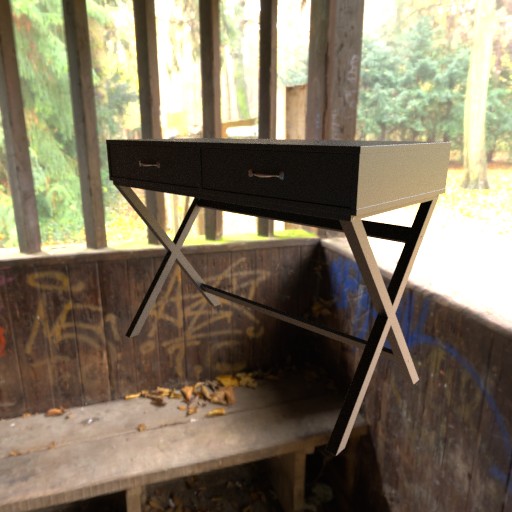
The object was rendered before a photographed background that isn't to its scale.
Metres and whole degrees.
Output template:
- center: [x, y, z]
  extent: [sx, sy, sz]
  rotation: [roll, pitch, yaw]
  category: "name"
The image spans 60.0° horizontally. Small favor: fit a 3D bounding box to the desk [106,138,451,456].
- center: [0.000, 0.000, 1.551]
  extent: [1.057, 0.780, 0.525]
  rotation: [14, 21, 41]
  category: "desk"
